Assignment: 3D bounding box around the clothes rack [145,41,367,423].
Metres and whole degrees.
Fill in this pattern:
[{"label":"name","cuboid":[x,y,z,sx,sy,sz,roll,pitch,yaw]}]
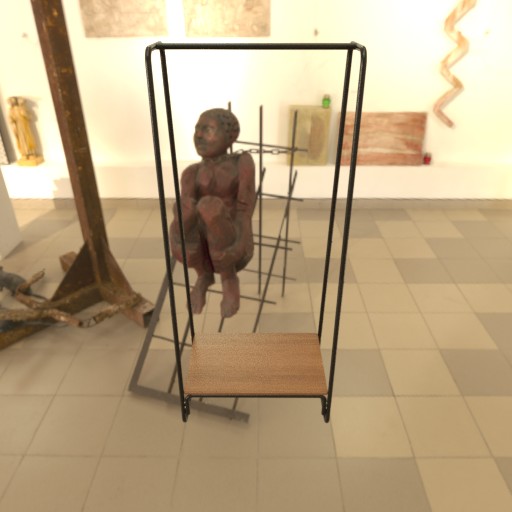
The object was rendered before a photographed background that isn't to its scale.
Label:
[{"label":"clothes rack","cuboid":[0.000,0.000,1.726,0.640,1.500,0.400,0,30,0]}]
